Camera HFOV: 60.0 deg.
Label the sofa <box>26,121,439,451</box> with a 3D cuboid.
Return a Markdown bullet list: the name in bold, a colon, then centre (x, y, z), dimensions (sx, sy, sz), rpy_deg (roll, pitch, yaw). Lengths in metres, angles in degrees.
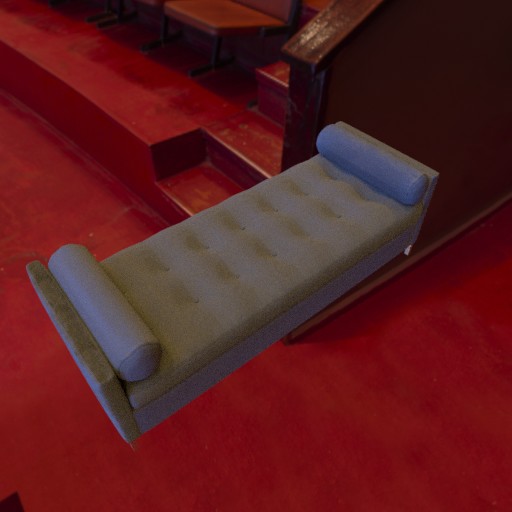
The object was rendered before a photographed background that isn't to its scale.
- **sofa**: centre (0.000, 0.000, 2.462), dimensions (2.102, 0.705, 0.796), rpy_deg (-30, 53, -26)
